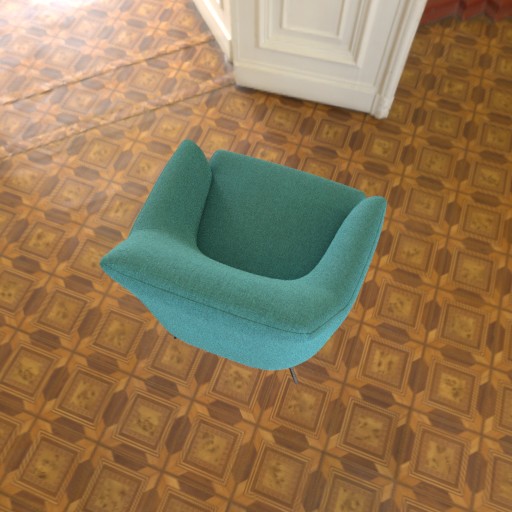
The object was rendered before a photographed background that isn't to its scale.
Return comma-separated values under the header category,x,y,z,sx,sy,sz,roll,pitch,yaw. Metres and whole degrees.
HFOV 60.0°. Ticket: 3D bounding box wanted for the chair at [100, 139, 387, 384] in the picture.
category,x,y,z,sx,sy,sz,roll,pitch,yaw
chair,0.000,0.000,1.347,0.642,0.874,0.677,18,66,9
